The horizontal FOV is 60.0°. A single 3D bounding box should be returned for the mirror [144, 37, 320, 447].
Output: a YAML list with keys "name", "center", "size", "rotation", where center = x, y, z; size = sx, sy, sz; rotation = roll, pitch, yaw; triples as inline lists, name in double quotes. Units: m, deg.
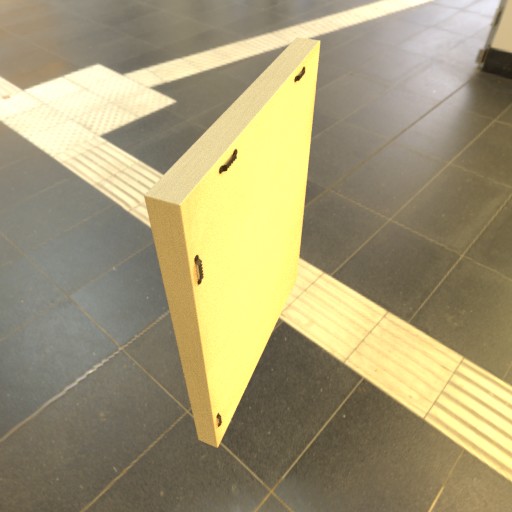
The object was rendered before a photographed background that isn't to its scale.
- name: "mirror"
  center: [0.000, 0.000, 0.686]
  size: [0.041, 0.509, 0.406]
  rotation: [16, 47, 16]
